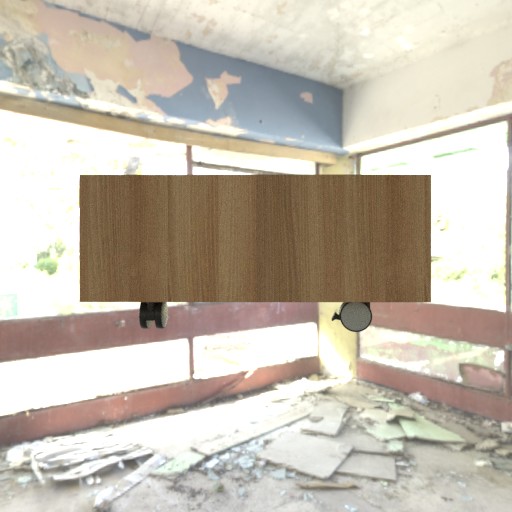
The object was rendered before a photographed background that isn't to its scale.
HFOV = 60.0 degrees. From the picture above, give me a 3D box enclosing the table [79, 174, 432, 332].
[{"bbox_3d":[0.000,0.000,1.431,0.700,0.330,1.100,0,0,0],"label":"table"}]
